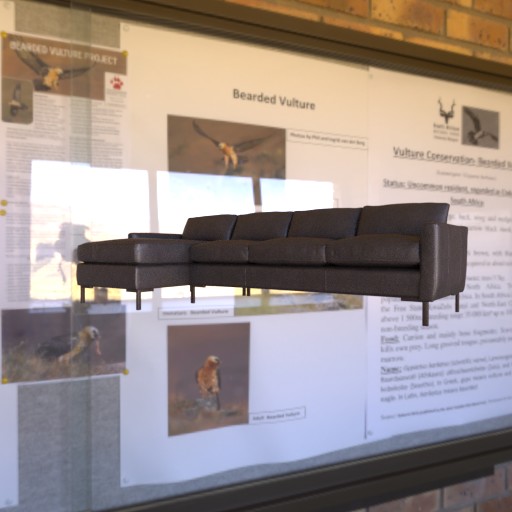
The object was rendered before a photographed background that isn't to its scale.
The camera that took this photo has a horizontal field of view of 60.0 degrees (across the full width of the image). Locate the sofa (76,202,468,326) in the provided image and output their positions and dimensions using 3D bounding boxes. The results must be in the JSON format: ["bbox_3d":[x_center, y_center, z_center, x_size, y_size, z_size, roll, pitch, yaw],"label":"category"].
[{"bbox_3d":[0.000,0.000,3.696,2.993,0.859,1.471,1,1,36],"label":"sofa"}]
